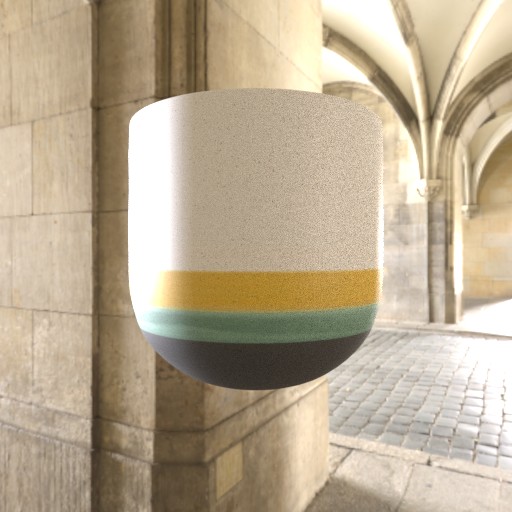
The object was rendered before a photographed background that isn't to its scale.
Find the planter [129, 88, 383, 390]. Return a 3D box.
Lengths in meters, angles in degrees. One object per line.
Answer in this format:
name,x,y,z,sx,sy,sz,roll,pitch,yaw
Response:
planter,0.000,0.000,0.486,0.268,0.270,0.268,0,0,0
